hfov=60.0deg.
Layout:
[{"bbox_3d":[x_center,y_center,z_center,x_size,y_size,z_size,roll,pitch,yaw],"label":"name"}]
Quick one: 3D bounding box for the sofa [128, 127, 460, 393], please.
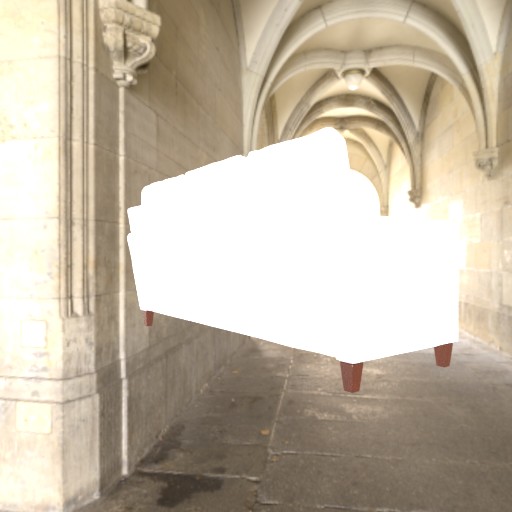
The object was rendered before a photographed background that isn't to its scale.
[{"bbox_3d":[0.000,0.000,2.460,0.828,0.961,1.925,0,0,-37],"label":"sofa"}]
